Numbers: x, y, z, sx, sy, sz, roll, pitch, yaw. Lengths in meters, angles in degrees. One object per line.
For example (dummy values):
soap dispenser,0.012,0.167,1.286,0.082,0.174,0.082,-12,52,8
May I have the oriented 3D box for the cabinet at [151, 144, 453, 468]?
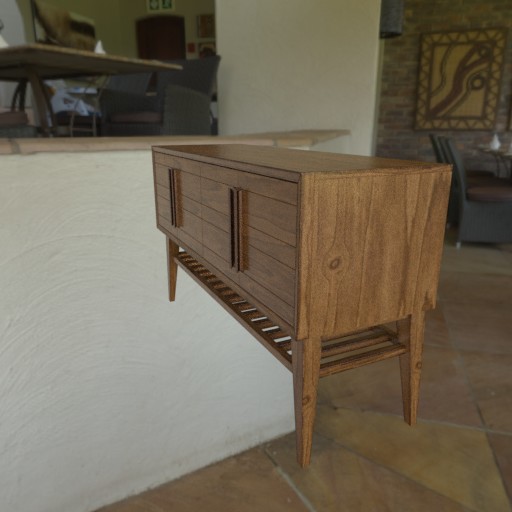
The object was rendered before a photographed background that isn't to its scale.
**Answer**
cabinet,0.000,0.000,1.756,0.477,0.802,1.363,-8,18,-25
